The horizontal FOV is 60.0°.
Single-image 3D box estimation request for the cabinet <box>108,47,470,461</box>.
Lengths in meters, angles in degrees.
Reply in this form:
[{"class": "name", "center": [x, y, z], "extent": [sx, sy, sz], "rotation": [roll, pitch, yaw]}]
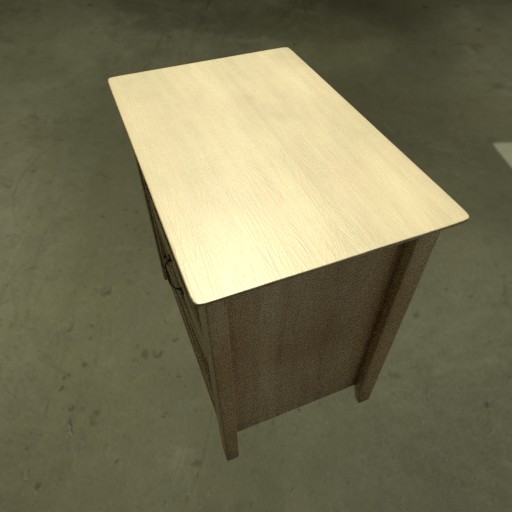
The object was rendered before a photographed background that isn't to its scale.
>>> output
[{"class": "cabinet", "center": [0.000, 0.000, 1.221], "extent": [0.503, 0.762, 0.763], "rotation": [-17, 50, -15]}]
